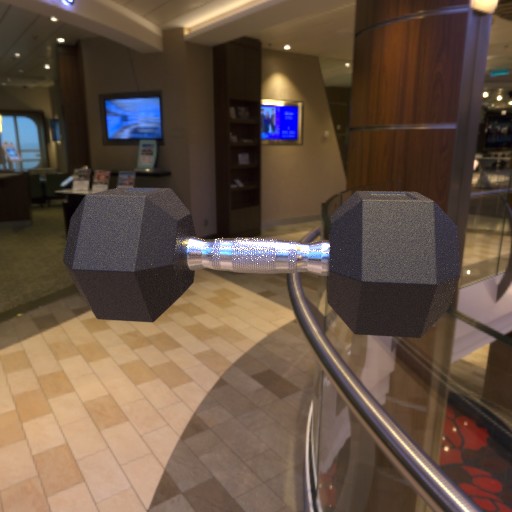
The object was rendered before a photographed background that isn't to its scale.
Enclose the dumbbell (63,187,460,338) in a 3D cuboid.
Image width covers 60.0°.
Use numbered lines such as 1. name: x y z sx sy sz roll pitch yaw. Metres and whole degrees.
1. dumbbell: 0.000 0.000 0.435 0.356 0.123 0.141 2 14 8
